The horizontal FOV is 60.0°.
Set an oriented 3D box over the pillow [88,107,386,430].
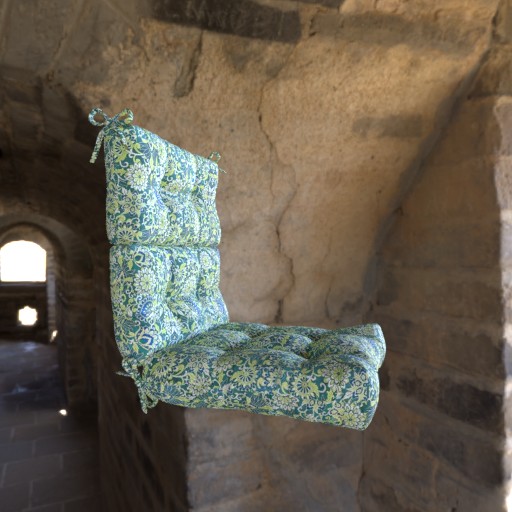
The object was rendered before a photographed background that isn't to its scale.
[{"bbox_3d":[0.000,0.000,1.034,0.571,0.605,0.519,0,1,18],"label":"pillow"}]
